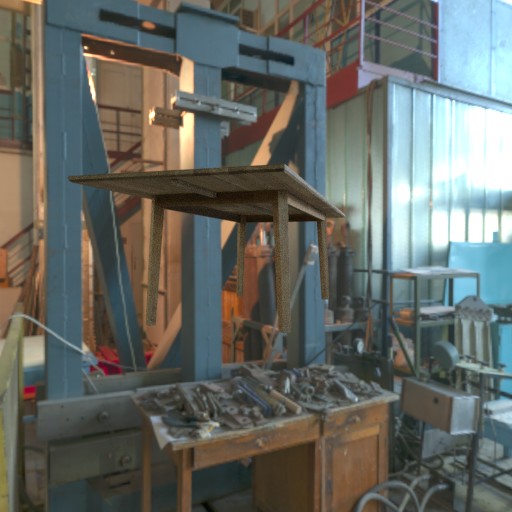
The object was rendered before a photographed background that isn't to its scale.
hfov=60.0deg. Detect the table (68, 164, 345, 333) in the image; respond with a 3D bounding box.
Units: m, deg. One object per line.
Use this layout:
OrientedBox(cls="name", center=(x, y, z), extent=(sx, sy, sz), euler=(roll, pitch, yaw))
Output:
OrientedBox(cls="table", center=(0.000, 0.000, 3.110), extent=(1.000, 0.752, 2.603), euler=(0, 1, 16))
